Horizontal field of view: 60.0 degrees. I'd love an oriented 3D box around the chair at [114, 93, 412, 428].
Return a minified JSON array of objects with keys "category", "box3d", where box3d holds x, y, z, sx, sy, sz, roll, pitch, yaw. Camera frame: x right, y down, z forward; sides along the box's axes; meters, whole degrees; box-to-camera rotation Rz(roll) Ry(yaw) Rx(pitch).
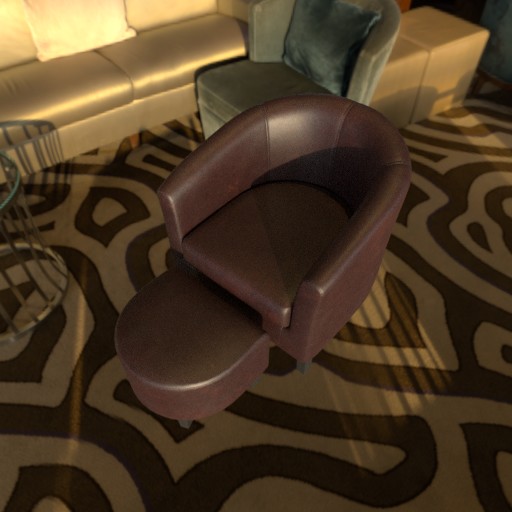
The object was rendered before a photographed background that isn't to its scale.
[{"category":"chair","box3d":[0.000,0.000,1.613,0.737,0.755,1.176,32,55,26]}]
